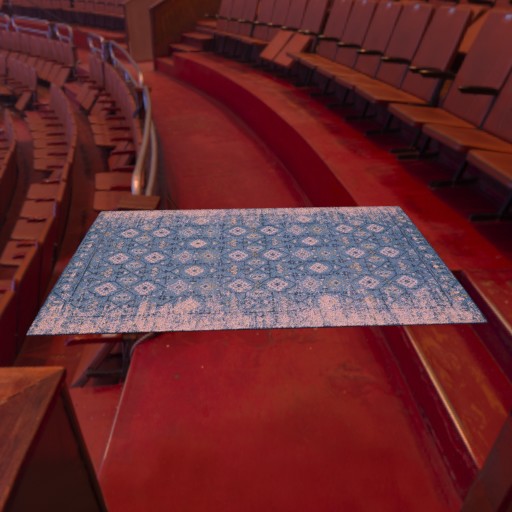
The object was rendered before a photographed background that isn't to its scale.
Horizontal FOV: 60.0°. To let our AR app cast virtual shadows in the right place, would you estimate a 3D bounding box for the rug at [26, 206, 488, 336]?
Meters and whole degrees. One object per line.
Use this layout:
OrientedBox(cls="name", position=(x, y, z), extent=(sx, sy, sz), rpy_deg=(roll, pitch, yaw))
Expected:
OrientedBox(cls="rug", position=(0.000, 0.000, 2.174), extent=(1.795, 0.008, 1.102), rpy_deg=(-1, 31, -2))
